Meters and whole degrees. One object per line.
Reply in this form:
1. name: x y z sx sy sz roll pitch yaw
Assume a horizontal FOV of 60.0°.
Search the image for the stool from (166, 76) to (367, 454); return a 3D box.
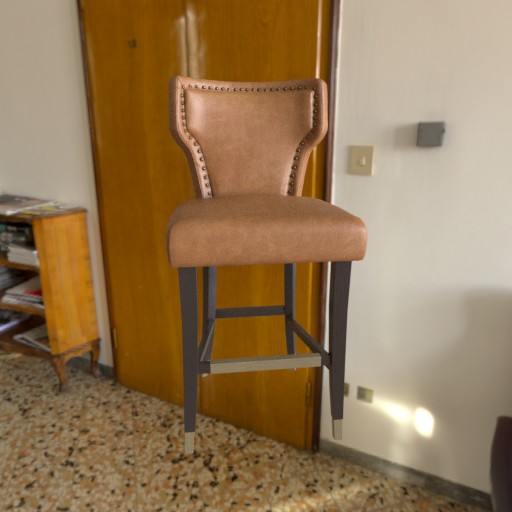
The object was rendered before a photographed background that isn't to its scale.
1. stool: 0.000 0.000 1.408 0.526 1.092 0.563 -2 16 -7
